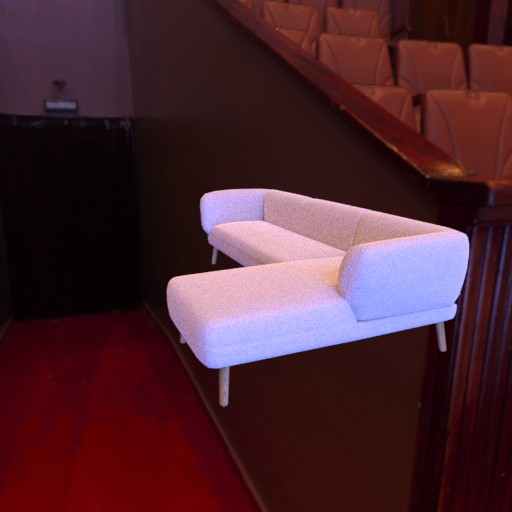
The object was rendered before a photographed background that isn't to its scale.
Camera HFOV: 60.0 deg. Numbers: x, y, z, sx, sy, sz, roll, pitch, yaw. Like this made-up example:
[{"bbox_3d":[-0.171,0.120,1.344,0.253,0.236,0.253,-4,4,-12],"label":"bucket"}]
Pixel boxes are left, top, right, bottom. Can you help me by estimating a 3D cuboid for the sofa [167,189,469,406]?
[{"bbox_3d":[0.000,0.000,3.339,1.610,0.730,2.660,-6,16,-23],"label":"sofa"}]
